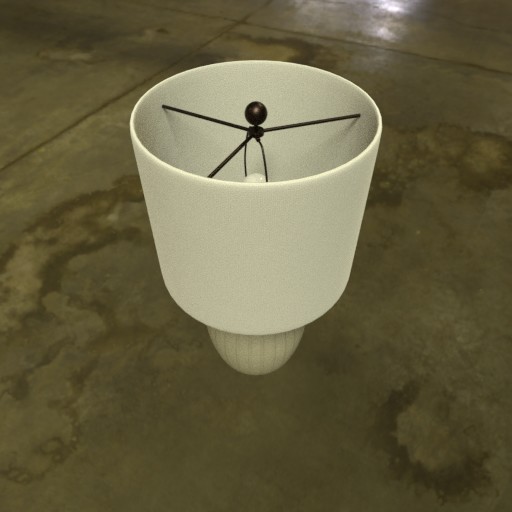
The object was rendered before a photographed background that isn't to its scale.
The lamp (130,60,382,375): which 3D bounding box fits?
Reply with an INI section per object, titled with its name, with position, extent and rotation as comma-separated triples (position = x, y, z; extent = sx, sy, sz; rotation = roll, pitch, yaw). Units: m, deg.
[lamp]
position = 0.000, 0.000, 0.780
extent = 0.329, 0.570, 0.329
rotation = -12, 47, -12
